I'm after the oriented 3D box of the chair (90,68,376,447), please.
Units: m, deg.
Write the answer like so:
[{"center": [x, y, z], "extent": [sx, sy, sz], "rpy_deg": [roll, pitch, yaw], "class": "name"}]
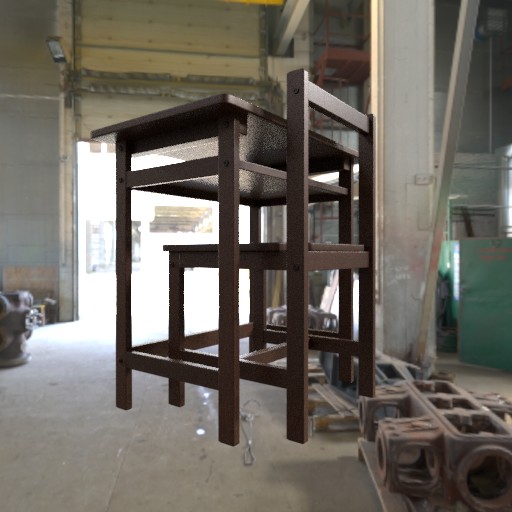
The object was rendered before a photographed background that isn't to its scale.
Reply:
[{"center": [0.000, 0.000, 1.062], "extent": [0.463, 0.673, 0.599], "rpy_deg": [0, 0, 37], "class": "chair"}]
